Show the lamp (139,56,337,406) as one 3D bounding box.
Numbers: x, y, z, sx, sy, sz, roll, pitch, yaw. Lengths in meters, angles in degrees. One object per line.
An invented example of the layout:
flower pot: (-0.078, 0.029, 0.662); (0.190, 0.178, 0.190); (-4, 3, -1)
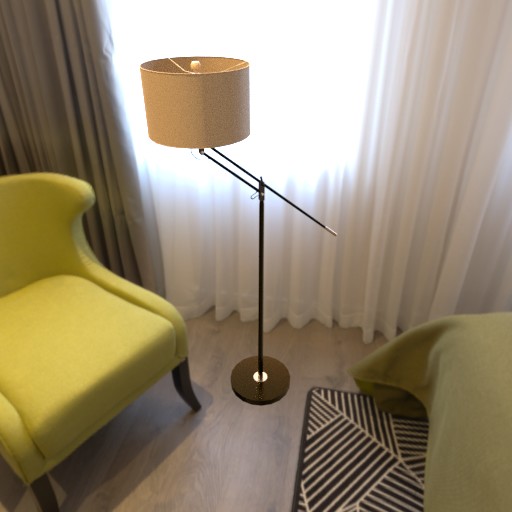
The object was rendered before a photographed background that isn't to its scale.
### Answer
lamp: (0.000, 0.000, 1.990); (0.809, 1.635, 0.373); (-11, 33, -16)
